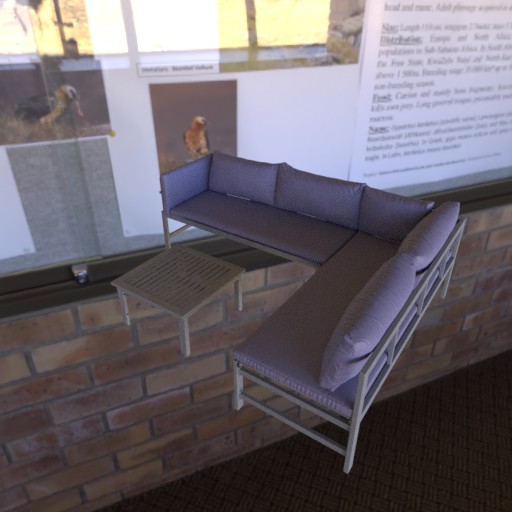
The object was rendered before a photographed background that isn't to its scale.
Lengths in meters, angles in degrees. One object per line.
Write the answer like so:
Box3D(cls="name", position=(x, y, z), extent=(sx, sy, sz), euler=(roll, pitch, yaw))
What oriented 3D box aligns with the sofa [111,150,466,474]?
Box3D(cls="sofa", position=(0.000, 0.000, 2.919), extent=(2.149, 0.762, 1.658), euler=(20, 36, 29))
